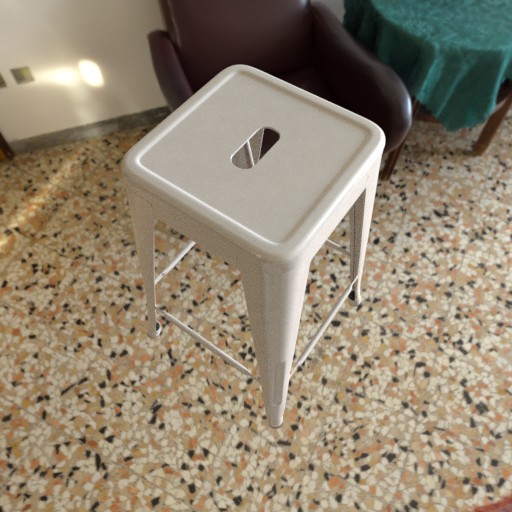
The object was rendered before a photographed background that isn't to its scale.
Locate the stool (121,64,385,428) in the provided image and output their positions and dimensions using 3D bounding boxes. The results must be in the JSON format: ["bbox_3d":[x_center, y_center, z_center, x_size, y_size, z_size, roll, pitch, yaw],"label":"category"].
[{"bbox_3d":[0.000,0.000,0.892,0.406,0.610,0.406,31,64,17],"label":"stool"}]
